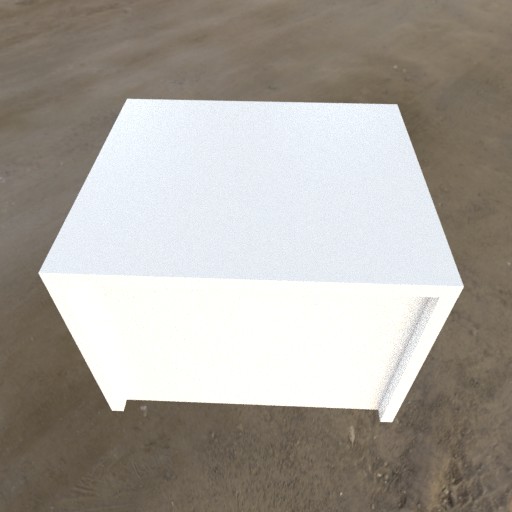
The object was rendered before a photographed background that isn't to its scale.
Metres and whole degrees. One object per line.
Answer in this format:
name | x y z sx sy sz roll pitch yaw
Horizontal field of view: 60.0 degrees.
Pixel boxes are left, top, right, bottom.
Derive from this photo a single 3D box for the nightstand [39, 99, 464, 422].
nightstand | 0.000 0.000 0.756 0.470 0.351 0.408 2 46 2
